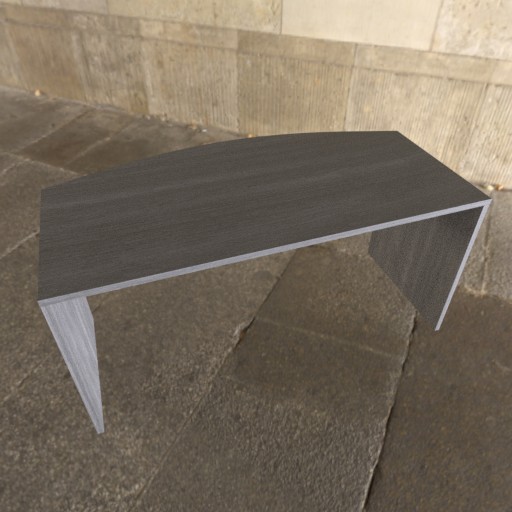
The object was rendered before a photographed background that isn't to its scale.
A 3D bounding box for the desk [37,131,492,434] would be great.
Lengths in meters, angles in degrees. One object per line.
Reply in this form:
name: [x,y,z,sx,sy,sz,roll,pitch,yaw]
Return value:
desk: [0.000,0.000,1.992,1.600,0.750,0.802,-13,42,-15]
